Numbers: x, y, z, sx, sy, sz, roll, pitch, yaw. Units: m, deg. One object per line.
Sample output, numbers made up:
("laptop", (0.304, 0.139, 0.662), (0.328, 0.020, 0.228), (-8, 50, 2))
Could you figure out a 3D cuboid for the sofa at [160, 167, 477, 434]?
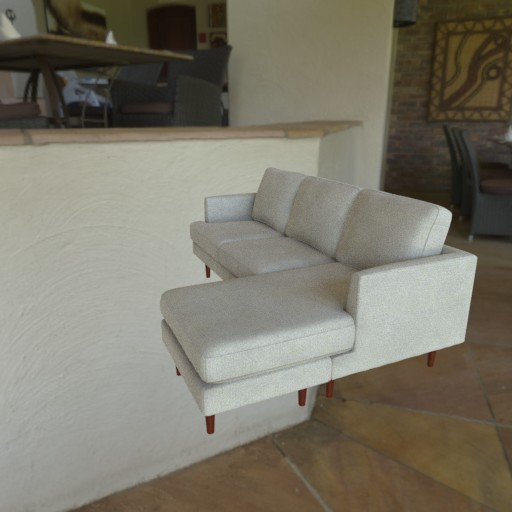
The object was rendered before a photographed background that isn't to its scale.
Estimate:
("sofa", (0.000, 0.000, 3.008), (1.504, 0.956, 2.233), (-8, 19, -24))
